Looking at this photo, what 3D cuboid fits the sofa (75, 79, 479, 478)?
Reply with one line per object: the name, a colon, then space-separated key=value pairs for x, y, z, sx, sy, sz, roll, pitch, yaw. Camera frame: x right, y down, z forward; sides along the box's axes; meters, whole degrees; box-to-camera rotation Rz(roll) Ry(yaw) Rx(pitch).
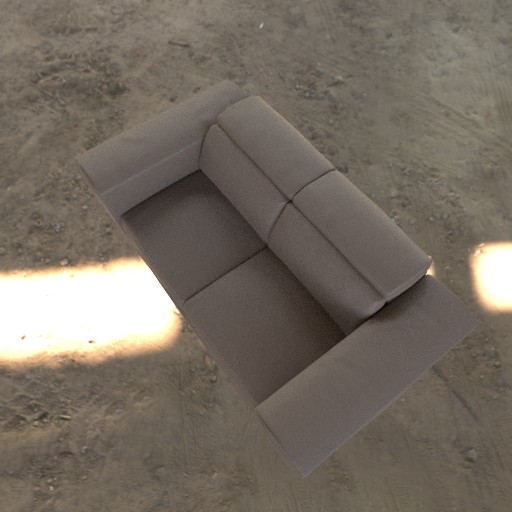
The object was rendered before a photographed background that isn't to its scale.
sofa: x=0.000 y=0.000 z=2.297 sx=1.003 sy=0.779 sz=1.895 roll=-34 pitch=67 yaw=-16
